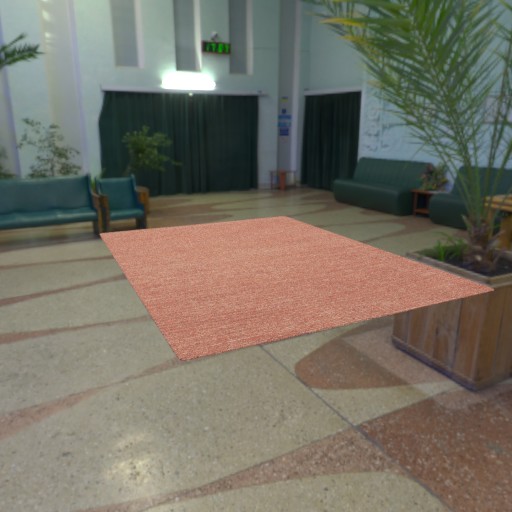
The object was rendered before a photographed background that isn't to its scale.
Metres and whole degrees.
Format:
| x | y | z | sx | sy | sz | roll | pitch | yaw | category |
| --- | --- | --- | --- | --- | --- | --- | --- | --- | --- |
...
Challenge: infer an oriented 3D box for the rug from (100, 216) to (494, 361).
| x | y | z | sx | sy | sz | roll | pitch | yaw | category |
| --- | --- | --- | --- | --- | --- | --- | --- | --- | --- |
| 0.000 | 0.000 | 2.742 | 1.594 | 0.009 | 2.112 | -8 | 18 | -25 | rug |
